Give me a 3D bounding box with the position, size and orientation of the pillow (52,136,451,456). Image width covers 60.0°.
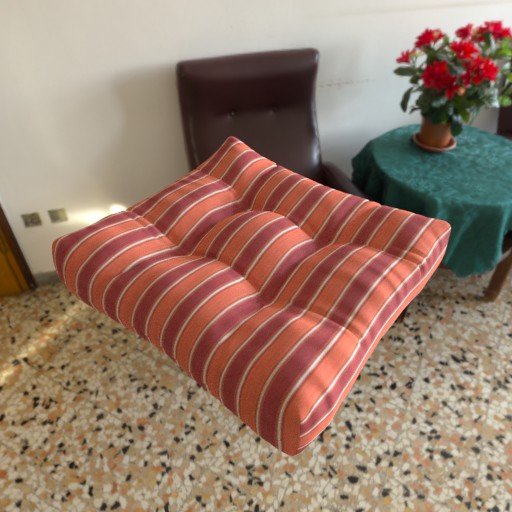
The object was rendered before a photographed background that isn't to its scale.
[{"bbox_3d":[0.000,0.000,0.735,0.490,0.133,0.468,27,48,28],"label":"pillow"}]
